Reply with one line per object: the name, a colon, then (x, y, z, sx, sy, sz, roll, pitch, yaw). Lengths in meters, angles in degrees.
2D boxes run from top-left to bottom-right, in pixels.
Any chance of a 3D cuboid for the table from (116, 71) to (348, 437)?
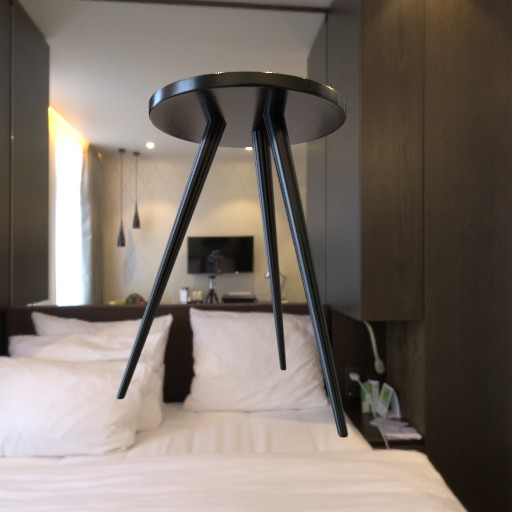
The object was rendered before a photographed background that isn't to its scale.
table: (0.000, 0.000, 0.825, 0.403, 0.548, 0.415, 0, -1, -36)
